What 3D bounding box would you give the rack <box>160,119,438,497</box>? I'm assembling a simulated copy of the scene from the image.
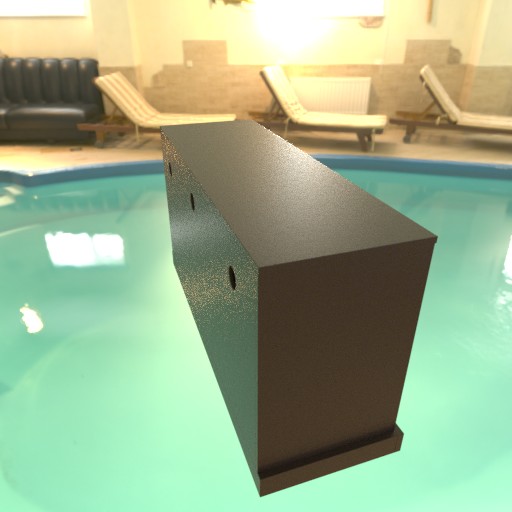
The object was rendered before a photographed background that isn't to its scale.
[{"bbox_3d":[0.000,0.000,1.476,0.399,0.635,1.206,-9,30,-17],"label":"rack"}]
